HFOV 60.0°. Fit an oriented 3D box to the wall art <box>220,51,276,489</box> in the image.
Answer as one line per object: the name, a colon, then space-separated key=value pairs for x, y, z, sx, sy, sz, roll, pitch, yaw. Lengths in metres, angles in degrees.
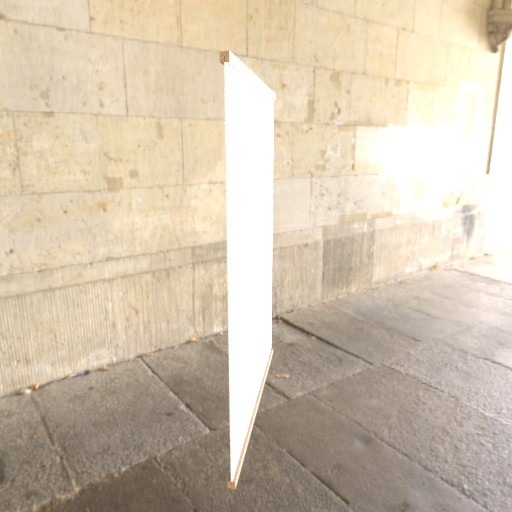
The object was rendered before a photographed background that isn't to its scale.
wall art: x=0.000 y=0.000 z=0.813 sx=0.012 sy=0.608 sz=0.459 roll=2 pitch=14 yaw=9
